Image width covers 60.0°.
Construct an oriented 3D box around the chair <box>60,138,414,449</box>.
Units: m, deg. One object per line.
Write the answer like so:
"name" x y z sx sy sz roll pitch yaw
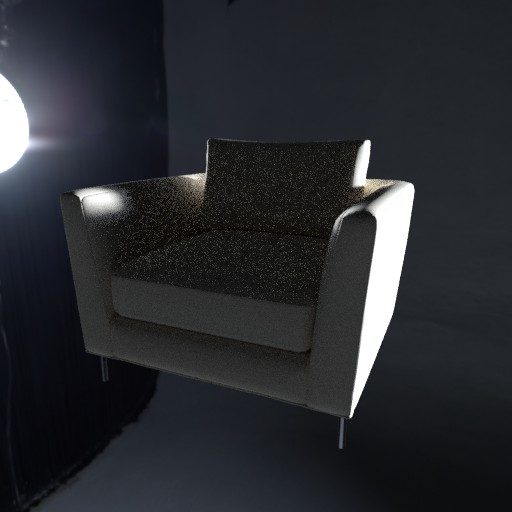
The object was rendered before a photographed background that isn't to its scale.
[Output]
"chair" 0.000 0.000 1.694 1.041 0.865 0.889 7 17 23
